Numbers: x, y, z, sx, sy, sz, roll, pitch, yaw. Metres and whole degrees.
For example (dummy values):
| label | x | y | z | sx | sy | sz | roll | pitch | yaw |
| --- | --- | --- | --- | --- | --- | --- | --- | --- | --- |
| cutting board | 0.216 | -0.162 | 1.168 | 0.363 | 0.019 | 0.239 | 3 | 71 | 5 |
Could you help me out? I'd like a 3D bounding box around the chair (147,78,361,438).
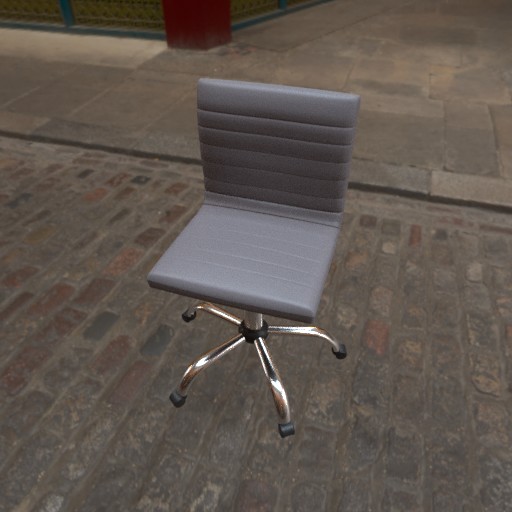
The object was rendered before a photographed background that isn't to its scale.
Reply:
| label | x | y | z | sx | sy | sz | roll | pitch | yaw |
| --- | --- | --- | --- | --- | --- | --- | --- | --- | --- |
| chair | 0.000 | 0.000 | 1.154 | 0.556 | 0.780 | 0.530 | 11 | 41 | 13 |
